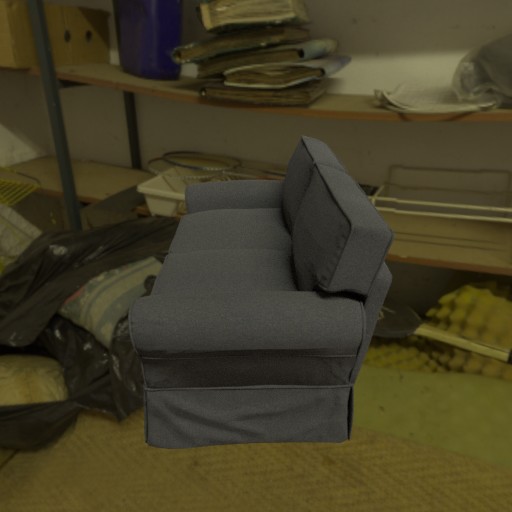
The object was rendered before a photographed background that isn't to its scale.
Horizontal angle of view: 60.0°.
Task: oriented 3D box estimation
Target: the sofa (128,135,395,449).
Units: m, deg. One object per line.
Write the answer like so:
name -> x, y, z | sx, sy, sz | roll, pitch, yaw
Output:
sofa -> 0.000, 0.000, 2.432 | 0.997, 1.059, 1.801 | 0, 25, 0
